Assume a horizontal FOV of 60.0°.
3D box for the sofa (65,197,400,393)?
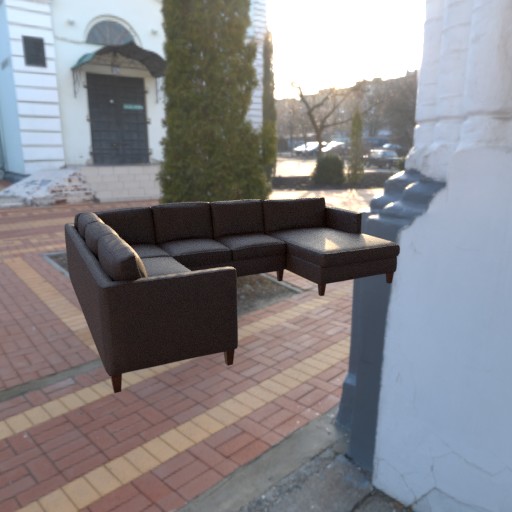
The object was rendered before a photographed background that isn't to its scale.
[{"bbox_3d":[0.000,0.000,4.602,3.460,0.923,2.593,-7,16,-27],"label":"sofa"}]
